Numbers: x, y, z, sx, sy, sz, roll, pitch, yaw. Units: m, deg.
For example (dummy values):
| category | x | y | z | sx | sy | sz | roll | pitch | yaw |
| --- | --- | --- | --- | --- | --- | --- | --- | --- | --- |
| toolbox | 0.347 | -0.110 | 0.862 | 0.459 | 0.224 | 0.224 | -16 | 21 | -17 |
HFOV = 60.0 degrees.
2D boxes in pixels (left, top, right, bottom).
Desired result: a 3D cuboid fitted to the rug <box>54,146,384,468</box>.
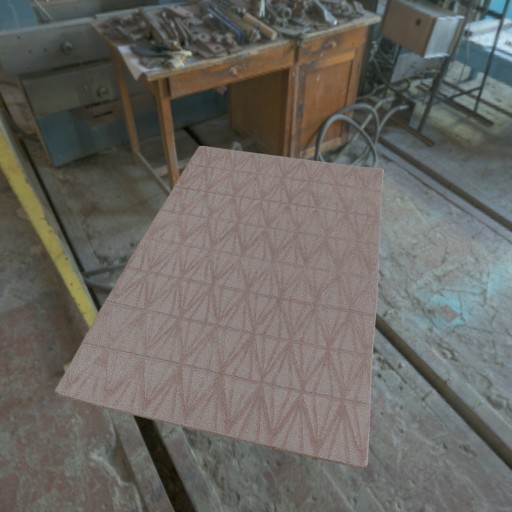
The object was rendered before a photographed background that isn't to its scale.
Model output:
| category | x | y | z | sx | sy | sz | roll | pitch | yaw |
| --- | --- | --- | --- | --- | --- | --- | --- | --- | --- |
| rug | 0.000 | 0.000 | 2.266 | 1.230 | 0.025 | 1.837 | 10 | 47 | 9 |
